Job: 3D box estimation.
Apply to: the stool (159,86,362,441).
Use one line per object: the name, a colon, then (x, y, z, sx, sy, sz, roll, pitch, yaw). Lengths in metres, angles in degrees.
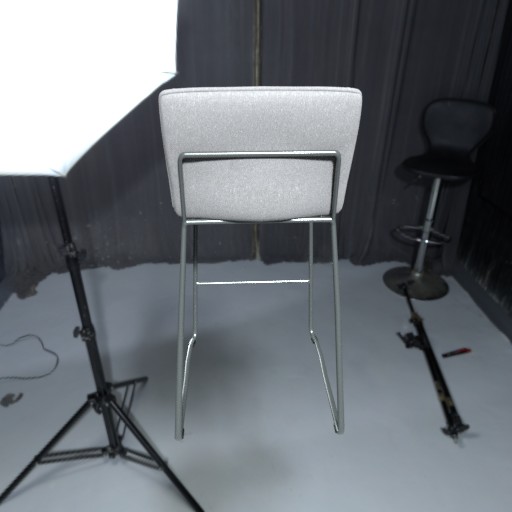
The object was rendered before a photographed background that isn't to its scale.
stool: (0.000, 0.000, 1.251, 0.490, 0.960, 0.490, -1, 29, -2)
